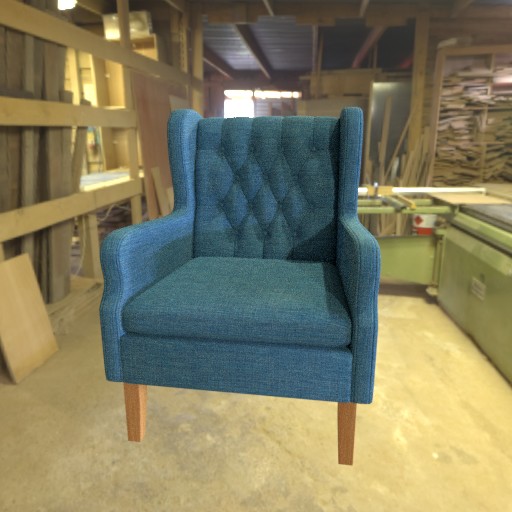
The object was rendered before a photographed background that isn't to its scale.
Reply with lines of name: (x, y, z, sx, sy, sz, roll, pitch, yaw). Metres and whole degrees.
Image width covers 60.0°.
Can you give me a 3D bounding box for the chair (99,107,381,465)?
chair: (0.000, 0.000, 1.453, 0.711, 0.952, 0.775, 2, 15, 9)
